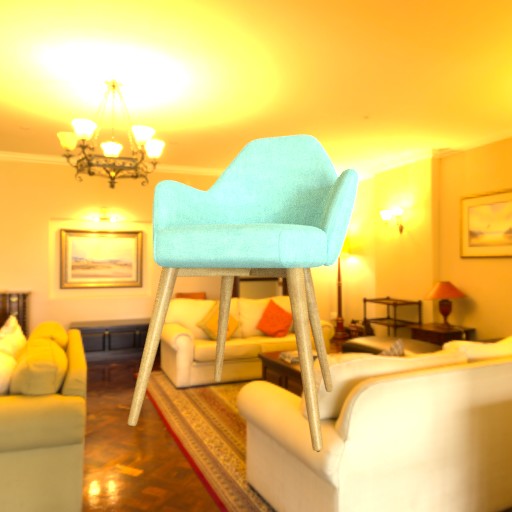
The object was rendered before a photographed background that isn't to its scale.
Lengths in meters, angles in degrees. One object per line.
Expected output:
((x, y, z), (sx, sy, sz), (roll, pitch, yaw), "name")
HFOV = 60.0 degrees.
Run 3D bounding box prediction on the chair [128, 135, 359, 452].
((0.000, 0.000, 1.277), (0.590, 0.840, 0.610), (0, -1, 19), "chair")
